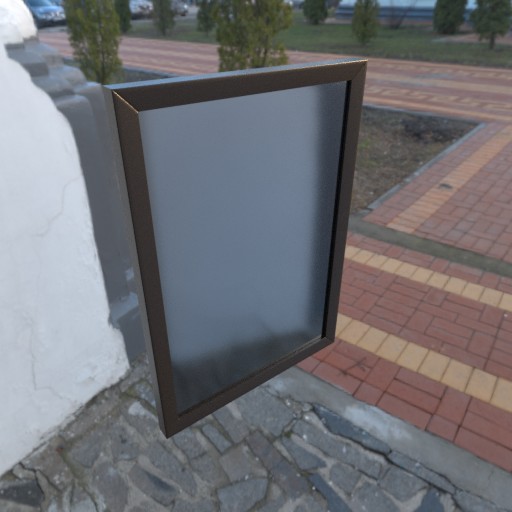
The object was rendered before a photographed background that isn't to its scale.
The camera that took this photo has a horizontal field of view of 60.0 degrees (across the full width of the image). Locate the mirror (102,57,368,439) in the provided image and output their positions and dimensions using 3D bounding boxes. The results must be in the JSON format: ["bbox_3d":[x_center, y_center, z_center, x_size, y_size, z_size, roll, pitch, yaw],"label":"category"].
[{"bbox_3d":[0.000,0.000,0.909,0.507,0.710,0.040,-21,37,-31],"label":"mirror"}]
